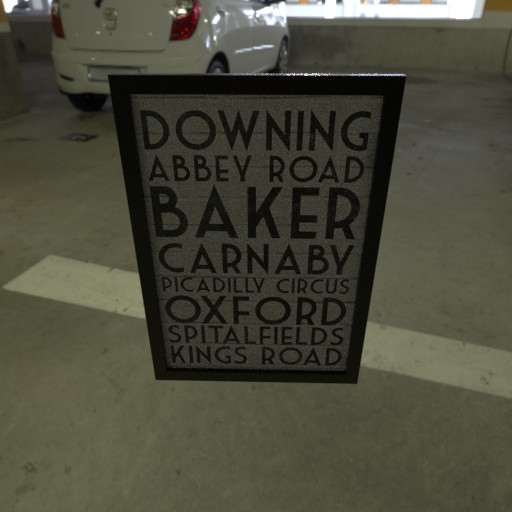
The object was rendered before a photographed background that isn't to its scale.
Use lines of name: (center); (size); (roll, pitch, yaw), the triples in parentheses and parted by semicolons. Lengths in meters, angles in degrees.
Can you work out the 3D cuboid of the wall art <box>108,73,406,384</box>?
wall art: (0.000, 0.000, 0.564); (0.304, 0.432, 0.013); (1, 30, 1)
